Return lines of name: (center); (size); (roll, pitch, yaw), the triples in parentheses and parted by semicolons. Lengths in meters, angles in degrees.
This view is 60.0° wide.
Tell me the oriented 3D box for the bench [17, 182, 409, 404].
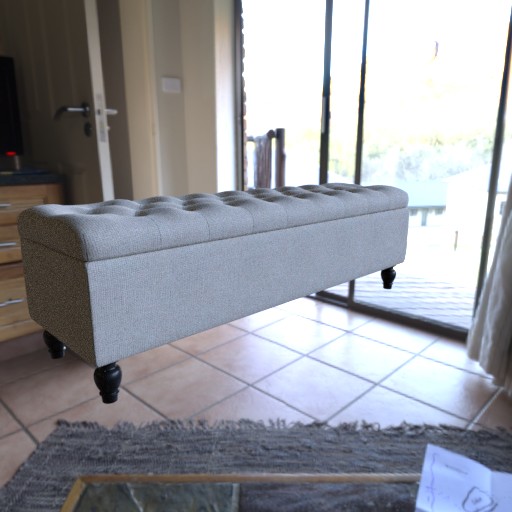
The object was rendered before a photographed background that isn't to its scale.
bench: (0.000, 0.000, 1.641); (1.480, 0.467, 0.455); (-12, 18, -43)
